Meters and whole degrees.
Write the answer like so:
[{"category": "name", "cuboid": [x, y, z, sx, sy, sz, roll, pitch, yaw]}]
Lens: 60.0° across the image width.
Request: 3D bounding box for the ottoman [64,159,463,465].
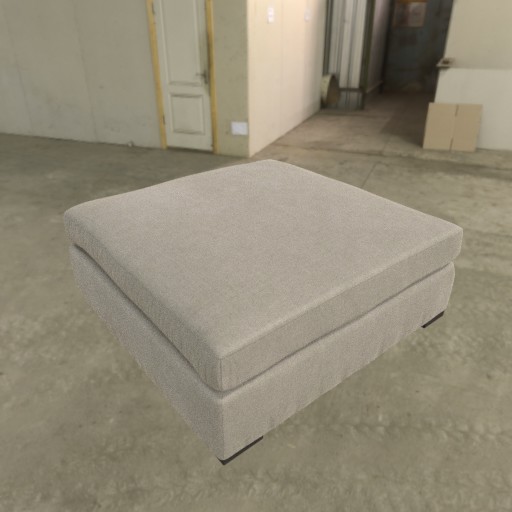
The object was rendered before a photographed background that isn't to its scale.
[{"category": "ottoman", "cuboid": [0.000, 0.000, 1.833, 1.203, 0.517, 1.171, -22, 36, -33]}]
